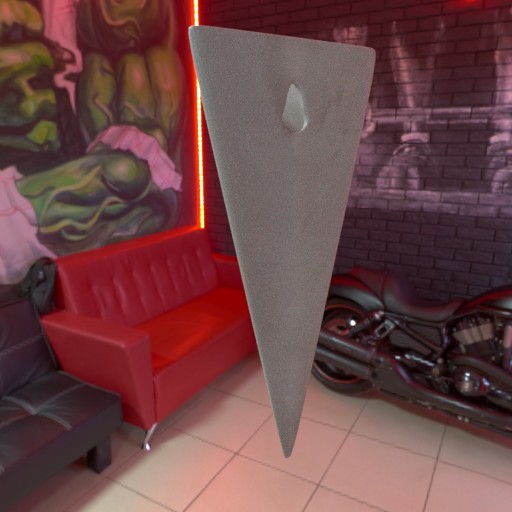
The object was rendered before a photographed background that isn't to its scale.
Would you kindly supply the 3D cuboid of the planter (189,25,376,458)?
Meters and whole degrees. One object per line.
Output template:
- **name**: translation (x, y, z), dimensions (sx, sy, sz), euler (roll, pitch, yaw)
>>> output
- **planter**: translation (0.000, 0.000, 0.153), dimensions (0.058, 0.130, 0.047), euler (-7, 16, -27)
